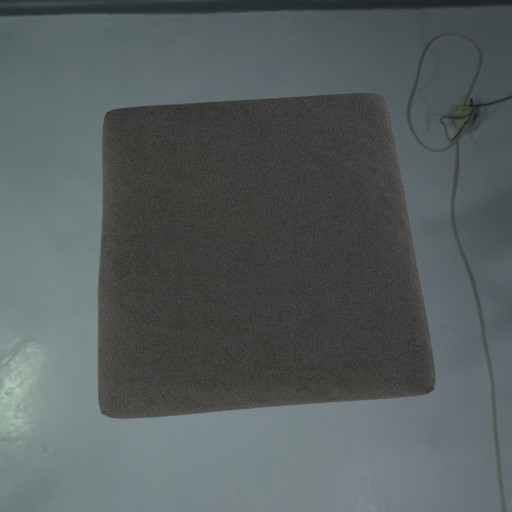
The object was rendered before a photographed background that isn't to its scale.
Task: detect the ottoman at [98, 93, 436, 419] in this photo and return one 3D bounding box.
[{"bbox_3d":[0.000,0.000,1.380,0.861,0.482,0.881,-4,75,-1],"label":"ottoman"}]
